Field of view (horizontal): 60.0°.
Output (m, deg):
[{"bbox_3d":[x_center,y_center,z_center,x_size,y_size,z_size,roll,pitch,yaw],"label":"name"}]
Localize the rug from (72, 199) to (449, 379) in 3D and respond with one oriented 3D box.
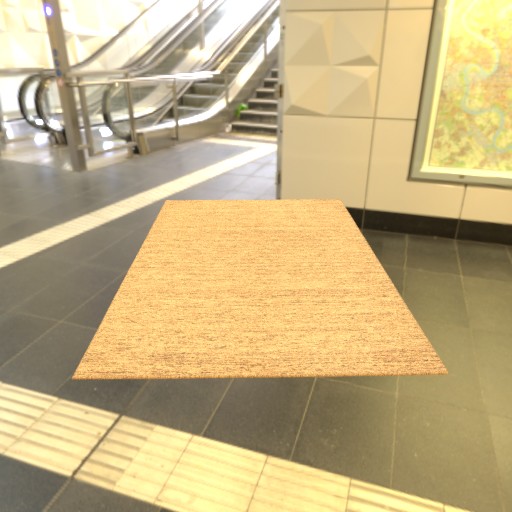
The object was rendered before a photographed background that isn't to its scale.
[{"bbox_3d":[0.000,0.000,2.269,1.225,0.013,1.840,0,25,-1],"label":"rug"}]
